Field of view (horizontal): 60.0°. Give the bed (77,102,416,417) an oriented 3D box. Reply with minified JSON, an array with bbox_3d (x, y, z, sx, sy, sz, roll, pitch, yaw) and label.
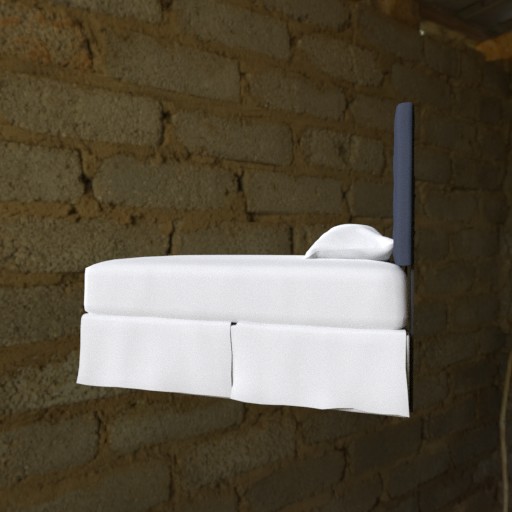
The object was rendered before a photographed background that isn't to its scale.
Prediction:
[{"bbox_3d":[0.000,0.000,3.022,1.997,1.571,1.261,0,1,17],"label":"bed"}]
